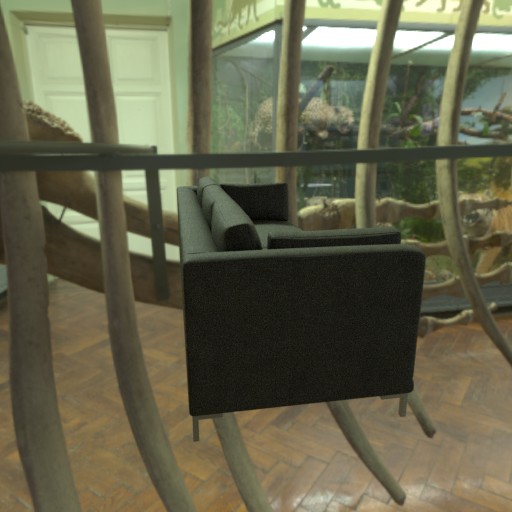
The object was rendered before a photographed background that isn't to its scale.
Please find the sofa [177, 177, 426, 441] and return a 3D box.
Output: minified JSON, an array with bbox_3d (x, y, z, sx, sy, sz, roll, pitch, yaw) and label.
[{"bbox_3d":[0.000,0.000,2.884,0.969,0.867,2.415,-3,16,-10],"label":"sofa"}]
